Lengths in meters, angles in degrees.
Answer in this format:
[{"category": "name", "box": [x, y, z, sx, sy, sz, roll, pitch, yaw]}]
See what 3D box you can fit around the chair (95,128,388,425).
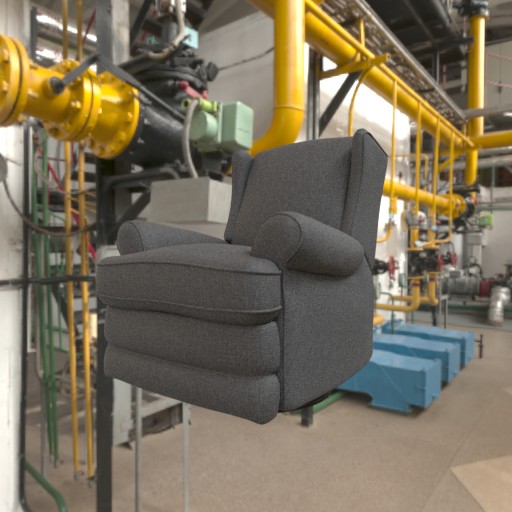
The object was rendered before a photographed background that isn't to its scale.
[{"category": "chair", "box": [0.000, 0.000, 1.697, 0.847, 1.011, 0.969, 1, 2, 38]}]
